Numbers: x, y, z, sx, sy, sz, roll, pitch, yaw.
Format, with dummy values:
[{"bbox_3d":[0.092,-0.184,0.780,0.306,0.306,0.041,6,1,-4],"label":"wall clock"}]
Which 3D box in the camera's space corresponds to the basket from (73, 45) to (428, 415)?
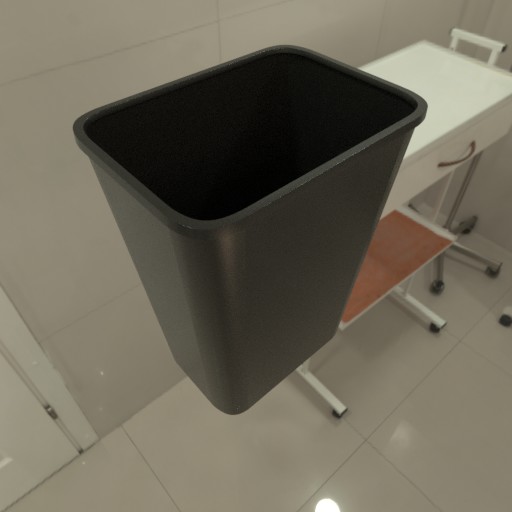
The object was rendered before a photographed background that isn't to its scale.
[{"bbox_3d":[0.000,0.000,0.743,0.394,0.521,0.287,-33,54,-27],"label":"basket"}]
